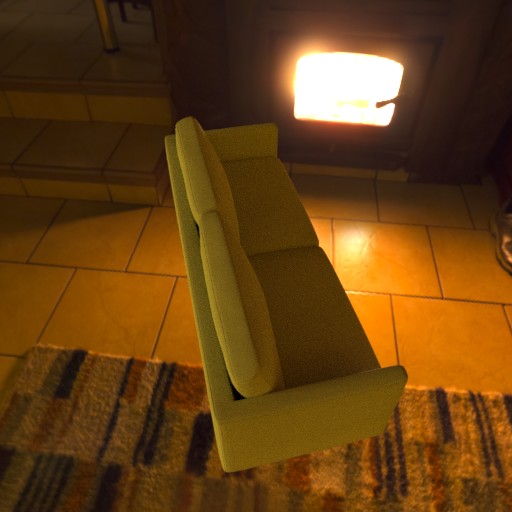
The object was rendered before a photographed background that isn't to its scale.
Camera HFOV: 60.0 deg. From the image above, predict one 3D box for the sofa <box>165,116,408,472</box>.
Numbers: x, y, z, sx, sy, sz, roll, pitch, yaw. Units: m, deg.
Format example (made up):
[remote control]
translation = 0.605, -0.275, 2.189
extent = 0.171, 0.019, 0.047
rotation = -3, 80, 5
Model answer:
[sofa]
translation = 0.000, 0.000, 2.989
extent = 0.948, 0.965, 2.434
rotation = -10, 47, -9
